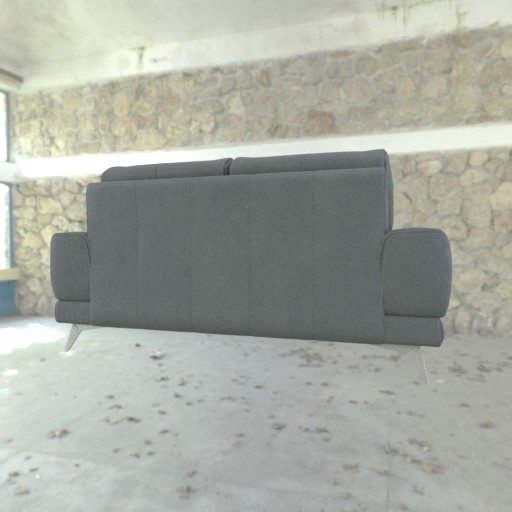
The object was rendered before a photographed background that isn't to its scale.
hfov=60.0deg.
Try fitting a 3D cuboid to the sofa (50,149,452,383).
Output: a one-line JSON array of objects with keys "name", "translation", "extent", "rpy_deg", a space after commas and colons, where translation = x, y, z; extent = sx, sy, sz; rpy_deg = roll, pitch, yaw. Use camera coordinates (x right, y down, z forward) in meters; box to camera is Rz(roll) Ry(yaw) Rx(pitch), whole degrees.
[{"name": "sofa", "translation": [0.000, 0.000, 2.313], "extent": [1.806, 0.907, 1.018], "rpy_deg": [0, 1, 18]}]
